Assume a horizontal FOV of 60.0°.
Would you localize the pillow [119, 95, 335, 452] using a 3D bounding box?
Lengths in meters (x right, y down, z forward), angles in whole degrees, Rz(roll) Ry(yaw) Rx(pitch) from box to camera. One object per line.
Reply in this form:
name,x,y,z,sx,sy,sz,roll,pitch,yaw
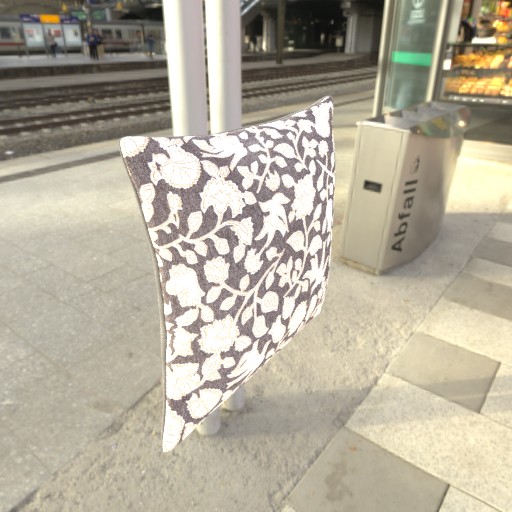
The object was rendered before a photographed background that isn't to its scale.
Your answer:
pillow,0.000,0.000,0.806,0.166,0.507,0.526,18,31,32
